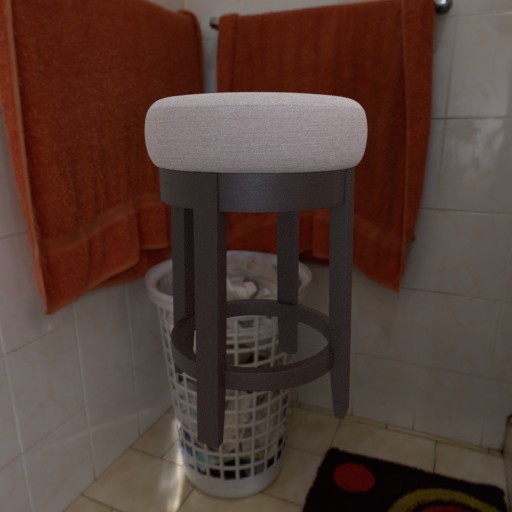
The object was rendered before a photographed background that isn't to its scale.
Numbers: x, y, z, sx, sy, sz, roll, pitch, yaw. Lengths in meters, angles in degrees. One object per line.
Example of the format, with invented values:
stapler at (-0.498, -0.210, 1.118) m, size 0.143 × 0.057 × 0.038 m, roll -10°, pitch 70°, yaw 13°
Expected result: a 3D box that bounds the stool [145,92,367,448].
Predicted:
stool at (0.000, 0.000, 0.978) m, size 0.443 × 0.672 × 0.443 m, roll 0°, pitch 16°, yaw 0°
